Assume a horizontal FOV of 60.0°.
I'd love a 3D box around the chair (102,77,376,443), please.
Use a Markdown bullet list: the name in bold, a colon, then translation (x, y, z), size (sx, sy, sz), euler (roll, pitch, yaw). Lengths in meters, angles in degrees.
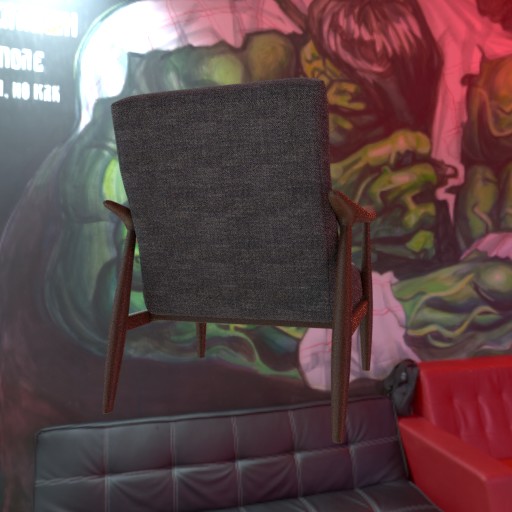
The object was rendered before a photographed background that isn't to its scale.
- **chair**: translation (0.000, 0.000, 1.428), size (0.741, 0.832, 0.798), euler (0, 0, 17)
